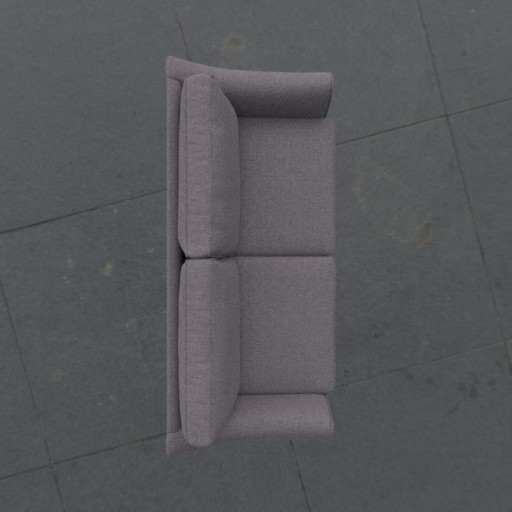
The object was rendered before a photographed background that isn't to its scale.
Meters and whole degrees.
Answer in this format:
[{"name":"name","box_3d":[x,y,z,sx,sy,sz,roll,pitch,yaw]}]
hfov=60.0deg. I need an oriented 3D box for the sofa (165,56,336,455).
[{"name":"sofa","box_3d":[0.000,0.000,2.728,1.013,0.976,2.203,0,90,-1]}]
